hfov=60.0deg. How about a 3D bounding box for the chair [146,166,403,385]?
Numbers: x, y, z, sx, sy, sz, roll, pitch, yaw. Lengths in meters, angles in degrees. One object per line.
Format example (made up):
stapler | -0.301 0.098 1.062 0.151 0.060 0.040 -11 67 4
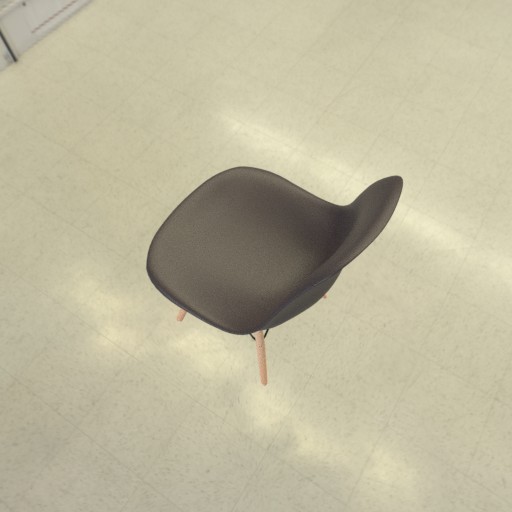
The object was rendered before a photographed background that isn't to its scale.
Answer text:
chair | 0.000 0.000 1.173 0.533 0.825 0.470 33 67 16
